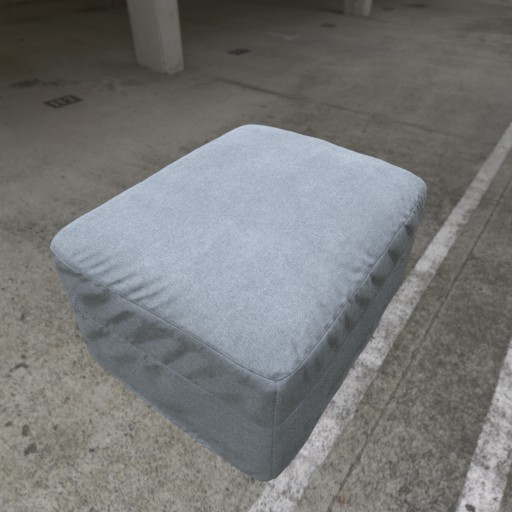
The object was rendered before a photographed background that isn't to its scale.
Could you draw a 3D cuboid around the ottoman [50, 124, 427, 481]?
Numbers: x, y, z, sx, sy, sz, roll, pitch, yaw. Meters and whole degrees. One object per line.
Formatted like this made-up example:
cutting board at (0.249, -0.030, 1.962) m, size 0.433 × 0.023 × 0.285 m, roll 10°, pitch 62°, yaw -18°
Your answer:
ottoman at (0.000, 0.000, 1.226) m, size 0.683 × 0.481 × 0.837 m, roll 24°, pitch 46°, yaw 26°
